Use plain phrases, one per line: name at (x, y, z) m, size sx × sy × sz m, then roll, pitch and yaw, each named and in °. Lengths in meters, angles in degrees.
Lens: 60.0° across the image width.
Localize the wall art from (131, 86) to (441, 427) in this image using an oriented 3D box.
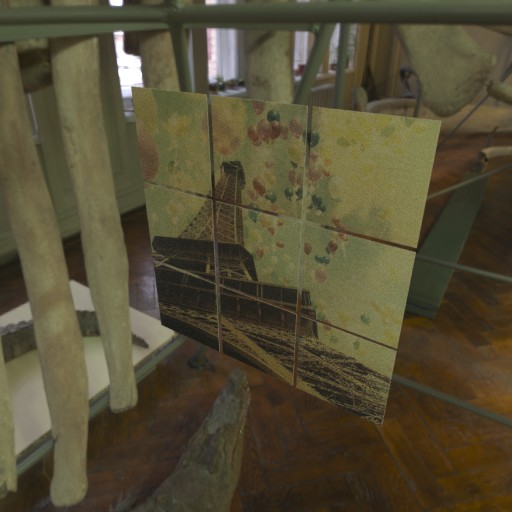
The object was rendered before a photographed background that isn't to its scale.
wall art at (0.000, 0.000, 2.241) m, size 1.517 × 1.505 × 0.002 m, roll 18°, pitch 33°, yaw 29°
